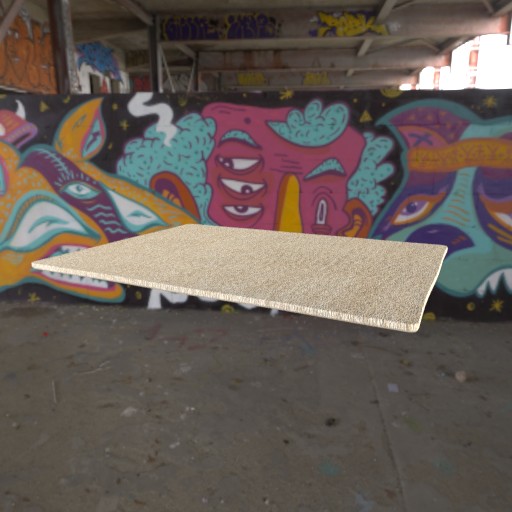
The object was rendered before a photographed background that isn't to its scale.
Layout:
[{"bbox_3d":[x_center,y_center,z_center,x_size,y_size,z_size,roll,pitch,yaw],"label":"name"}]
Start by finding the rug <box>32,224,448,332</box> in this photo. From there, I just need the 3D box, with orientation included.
[{"bbox_3d":[0.000,0.000,2.096,1.600,0.027,1.200,7,15,26],"label":"rug"}]
